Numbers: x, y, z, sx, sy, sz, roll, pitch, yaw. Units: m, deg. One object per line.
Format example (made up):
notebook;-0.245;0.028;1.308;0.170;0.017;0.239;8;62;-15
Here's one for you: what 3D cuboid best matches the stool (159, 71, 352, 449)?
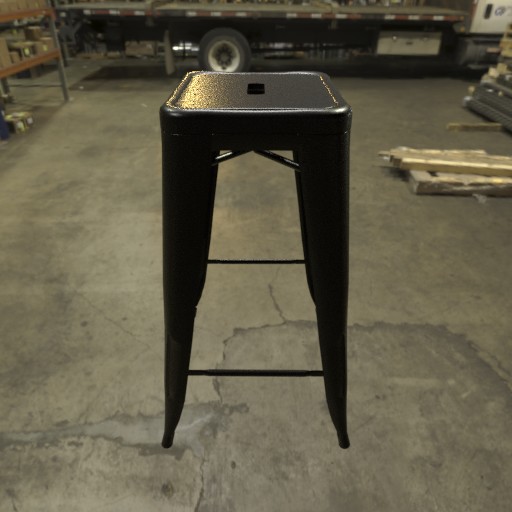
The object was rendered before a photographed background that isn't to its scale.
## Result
stool;0.000;0.000;0.838;0.359;0.609;0.399;0;32;0
